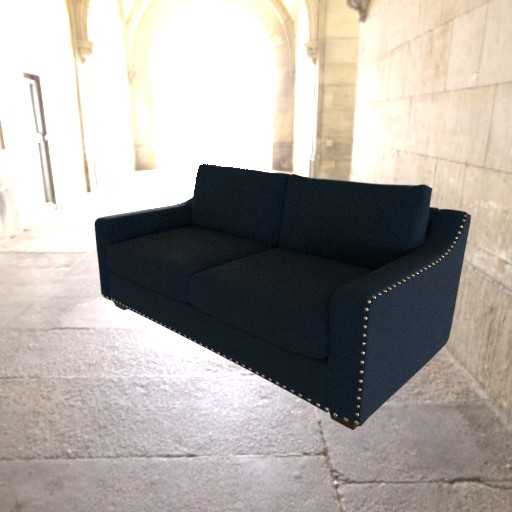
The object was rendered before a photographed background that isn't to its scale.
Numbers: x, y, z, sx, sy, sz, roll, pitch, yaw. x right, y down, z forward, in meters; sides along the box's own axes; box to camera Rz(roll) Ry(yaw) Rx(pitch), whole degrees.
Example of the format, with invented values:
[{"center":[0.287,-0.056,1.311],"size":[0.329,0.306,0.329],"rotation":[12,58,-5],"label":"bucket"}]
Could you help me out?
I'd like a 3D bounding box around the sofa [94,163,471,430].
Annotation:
[{"center":[0.000,0.000,2.744],"size":[2.107,0.983,1.104],"rotation":[15,23,41],"label":"sofa"}]
